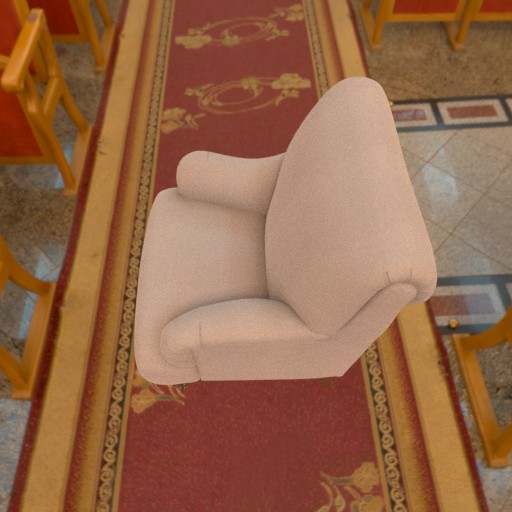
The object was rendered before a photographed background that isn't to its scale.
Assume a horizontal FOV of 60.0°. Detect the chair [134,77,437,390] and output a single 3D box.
[{"bbox_3d":[0.000,0.000,1.537,0.842,0.942,0.766,-1,57,-1],"label":"chair"}]
